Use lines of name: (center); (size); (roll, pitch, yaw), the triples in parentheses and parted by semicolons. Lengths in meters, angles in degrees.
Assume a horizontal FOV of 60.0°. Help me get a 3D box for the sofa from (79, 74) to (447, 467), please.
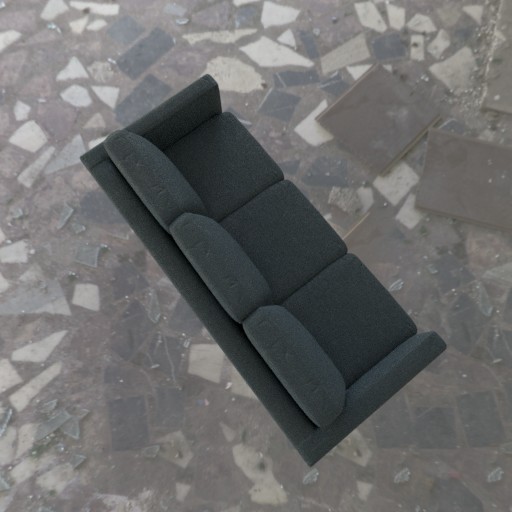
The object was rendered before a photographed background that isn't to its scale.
sofa: (0.000, 0.000, 2.554); (0.935, 0.945, 2.013); (-37, 78, -9)
